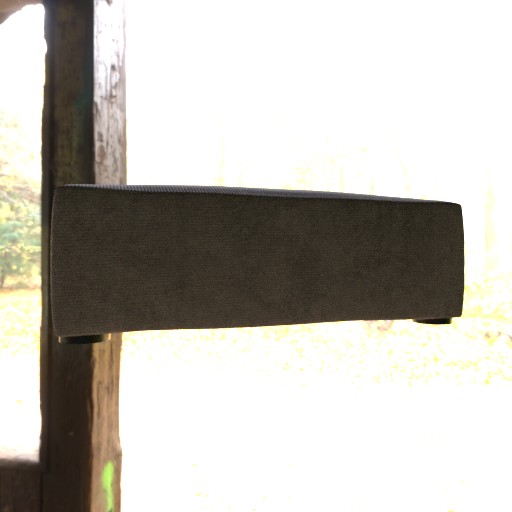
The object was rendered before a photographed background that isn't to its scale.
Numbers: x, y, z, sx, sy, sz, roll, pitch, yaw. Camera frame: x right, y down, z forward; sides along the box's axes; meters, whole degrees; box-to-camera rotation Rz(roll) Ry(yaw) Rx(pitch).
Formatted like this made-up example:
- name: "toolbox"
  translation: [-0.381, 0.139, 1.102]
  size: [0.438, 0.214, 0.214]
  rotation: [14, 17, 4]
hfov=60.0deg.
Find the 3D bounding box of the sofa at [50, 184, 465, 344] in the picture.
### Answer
- name: "sofa"
  translation: [0.000, 0.000, 1.156]
  size: [0.930, 0.330, 0.480]
  rotation: [0, 0, -17]
